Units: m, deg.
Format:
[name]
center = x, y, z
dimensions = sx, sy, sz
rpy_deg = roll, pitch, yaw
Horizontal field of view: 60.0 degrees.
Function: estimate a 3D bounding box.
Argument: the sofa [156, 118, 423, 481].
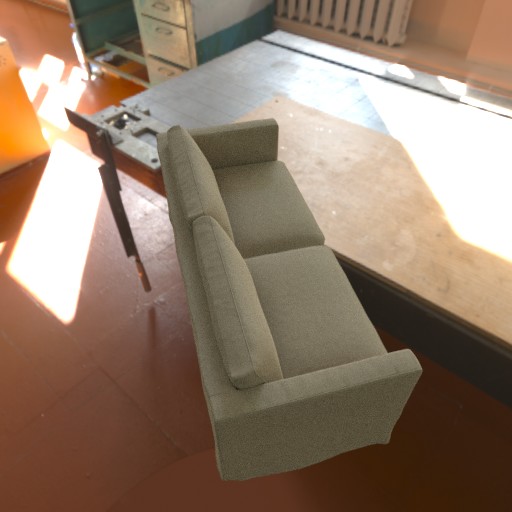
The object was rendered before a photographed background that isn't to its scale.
[sofa]
center = 0.000, 0.000, 2.776
dimensions = 0.956, 0.847, 2.296
rpy_deg = -11, 46, -10
